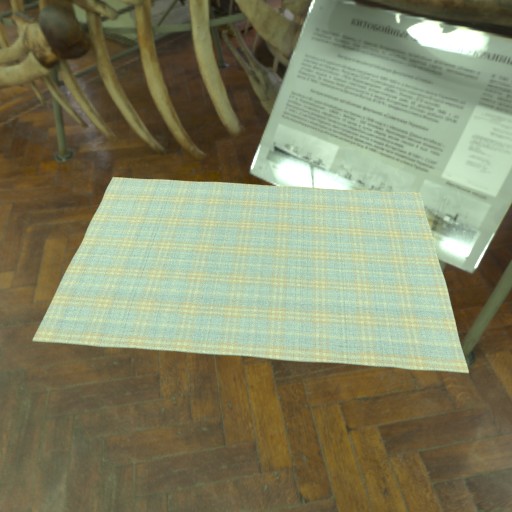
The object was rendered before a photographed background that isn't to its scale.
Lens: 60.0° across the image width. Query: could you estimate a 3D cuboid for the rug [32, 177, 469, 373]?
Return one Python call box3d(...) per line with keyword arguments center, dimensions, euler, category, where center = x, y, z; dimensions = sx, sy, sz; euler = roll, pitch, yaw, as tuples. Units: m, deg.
box3d(center=(0.000, 0.000, 2.996), dimensions=(2.460, 0.016, 1.545), euler=(3, 47, 3), category="rug")
